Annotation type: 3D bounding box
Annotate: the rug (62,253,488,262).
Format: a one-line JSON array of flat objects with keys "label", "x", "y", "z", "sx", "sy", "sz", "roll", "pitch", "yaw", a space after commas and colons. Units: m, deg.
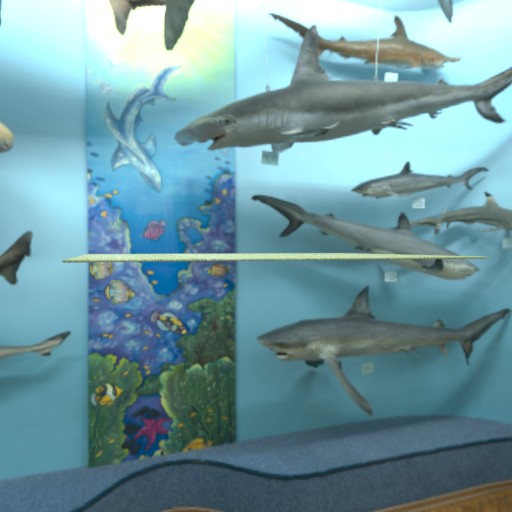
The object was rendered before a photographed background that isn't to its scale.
[{"label": "rug", "x": 0.000, "y": 0.000, "z": 4.270, "sx": 3.198, "sy": 0.016, "sz": 2.425, "roll": 0, "pitch": 1, "yaw": -18}]
